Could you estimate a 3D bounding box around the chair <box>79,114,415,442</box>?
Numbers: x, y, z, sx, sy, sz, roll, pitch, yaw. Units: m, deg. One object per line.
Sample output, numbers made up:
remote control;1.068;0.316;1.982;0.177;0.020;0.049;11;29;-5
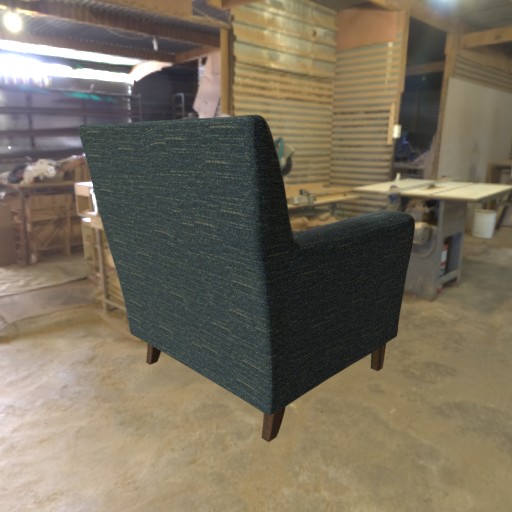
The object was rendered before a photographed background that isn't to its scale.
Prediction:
chair;0.000;0.000;1.625;0.873;0.928;0.864;-14;20;-43
